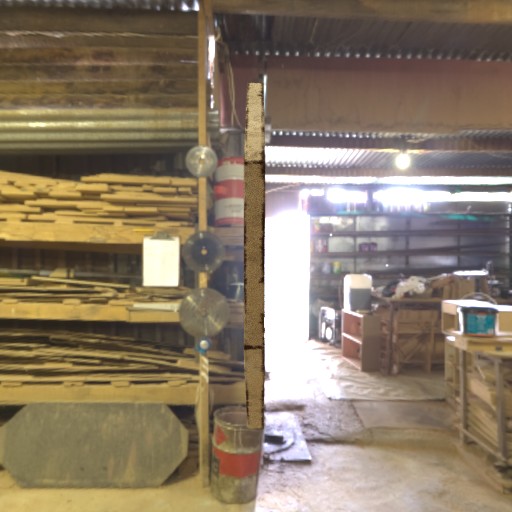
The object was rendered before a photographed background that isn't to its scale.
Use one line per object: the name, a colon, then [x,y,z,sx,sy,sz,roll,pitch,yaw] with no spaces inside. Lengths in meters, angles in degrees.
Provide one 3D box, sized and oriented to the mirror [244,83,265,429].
mirror: [0.000,0.000,0.961,0.031,0.648,0.648,0,0,0]
